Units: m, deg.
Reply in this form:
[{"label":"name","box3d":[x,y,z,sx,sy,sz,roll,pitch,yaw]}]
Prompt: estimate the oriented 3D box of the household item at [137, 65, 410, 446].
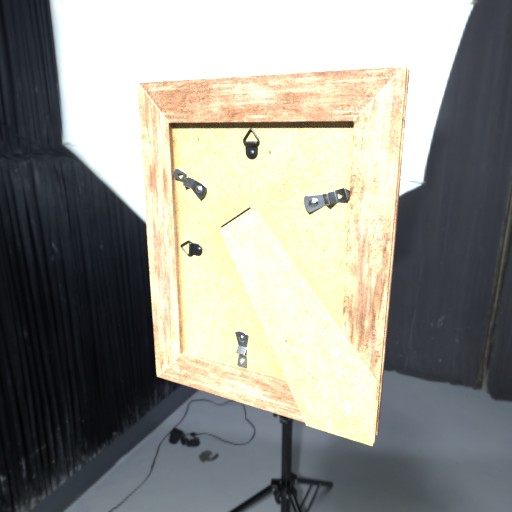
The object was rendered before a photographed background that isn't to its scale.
[{"label":"household item","box3d":[0.000,0.000,0.314,0.186,0.237,0.018,8,18,26]}]
